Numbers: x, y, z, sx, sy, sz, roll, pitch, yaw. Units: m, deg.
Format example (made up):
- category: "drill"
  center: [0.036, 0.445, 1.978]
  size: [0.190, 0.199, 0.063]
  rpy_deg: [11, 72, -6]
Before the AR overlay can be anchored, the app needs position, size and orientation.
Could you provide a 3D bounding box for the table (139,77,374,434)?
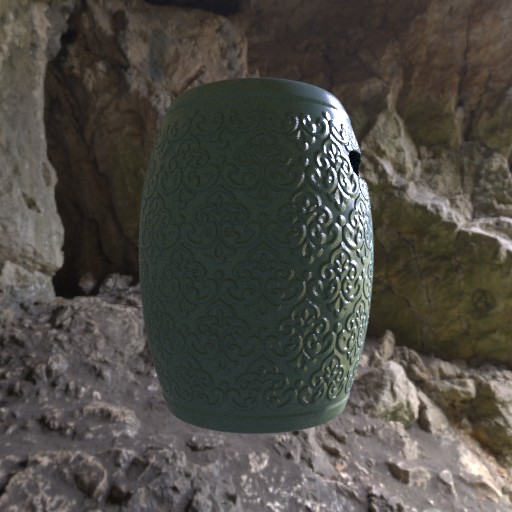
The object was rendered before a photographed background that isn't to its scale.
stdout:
- category: "table"
  center: [0.000, 0.000, 0.603]
  size: [0.309, 0.397, 0.309]
  rpy_deg: [0, -1, 0]
